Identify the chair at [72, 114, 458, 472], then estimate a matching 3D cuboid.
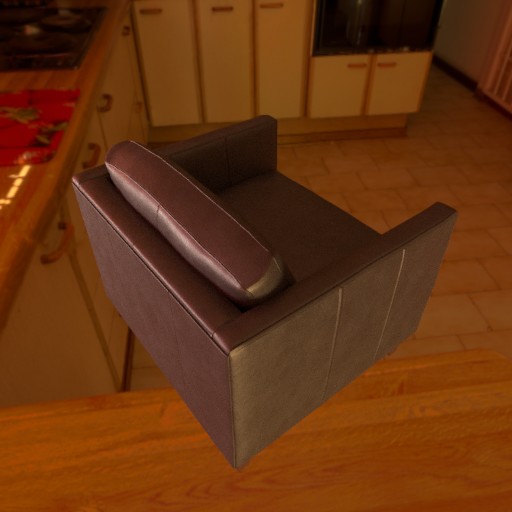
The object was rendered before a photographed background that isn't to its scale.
[{"bbox_3d":[0.000,0.000,1.568,0.862,0.811,0.939,-27,47,-28],"label":"chair"}]
